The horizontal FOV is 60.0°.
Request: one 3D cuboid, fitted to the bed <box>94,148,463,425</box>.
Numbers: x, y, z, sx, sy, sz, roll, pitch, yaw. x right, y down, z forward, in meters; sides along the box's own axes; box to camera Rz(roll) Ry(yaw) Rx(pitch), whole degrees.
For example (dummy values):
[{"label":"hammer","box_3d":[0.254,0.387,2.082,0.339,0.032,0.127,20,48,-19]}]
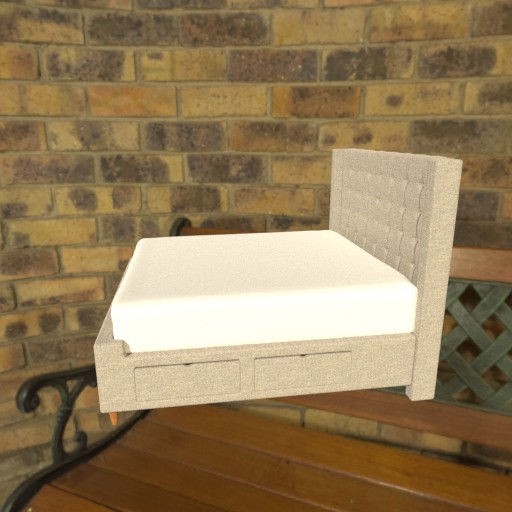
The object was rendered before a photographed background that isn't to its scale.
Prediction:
[{"label":"bed","box_3d":[0.000,0.000,3.832,2.372,1.748,2.044,-2,16,-9]}]
